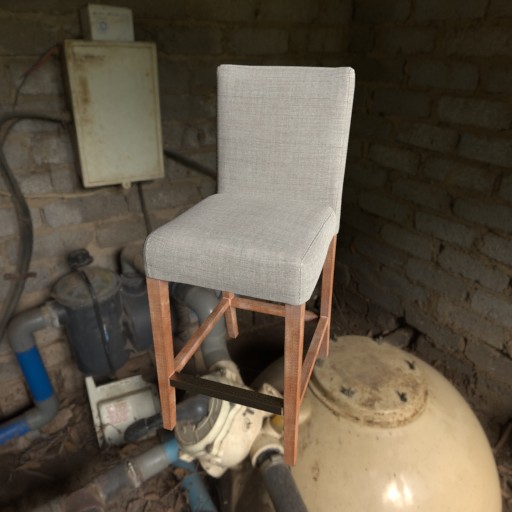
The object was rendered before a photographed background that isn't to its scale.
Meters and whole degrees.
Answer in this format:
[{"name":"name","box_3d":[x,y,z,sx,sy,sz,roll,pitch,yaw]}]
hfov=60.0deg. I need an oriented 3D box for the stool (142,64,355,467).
[{"name":"stool","box_3d":[0.000,0.000,1.341,0.454,1.039,0.567,9,27,18]}]
